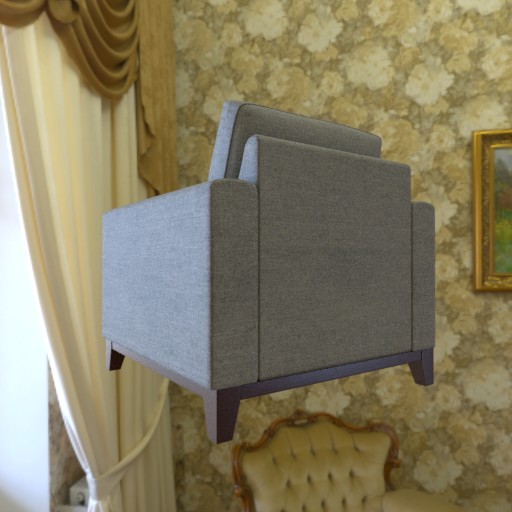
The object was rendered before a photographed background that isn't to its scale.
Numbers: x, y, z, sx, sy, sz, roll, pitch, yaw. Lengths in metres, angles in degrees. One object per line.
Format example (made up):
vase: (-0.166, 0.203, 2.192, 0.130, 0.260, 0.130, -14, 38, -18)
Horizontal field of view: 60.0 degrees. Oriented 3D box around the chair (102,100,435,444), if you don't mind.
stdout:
chair: (0.000, 0.000, 1.886, 1.024, 1.010, 1.038, 0, 0, -35)
